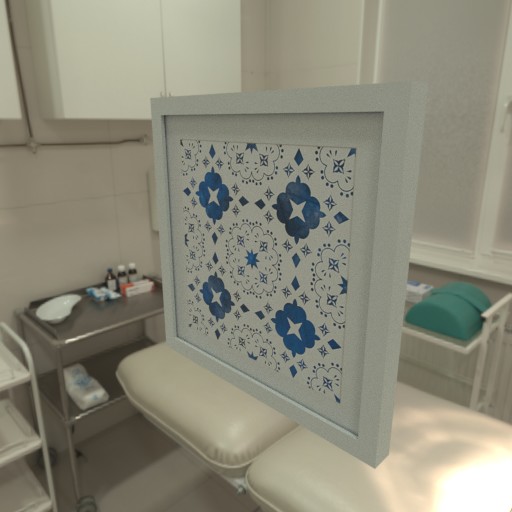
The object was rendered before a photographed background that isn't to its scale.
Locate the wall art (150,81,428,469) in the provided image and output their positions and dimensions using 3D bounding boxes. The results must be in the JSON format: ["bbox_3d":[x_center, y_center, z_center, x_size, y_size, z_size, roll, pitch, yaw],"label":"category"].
[{"bbox_3d":[0.000,0.000,0.511,0.355,0.355,0.027,16,23,42],"label":"wall art"}]
